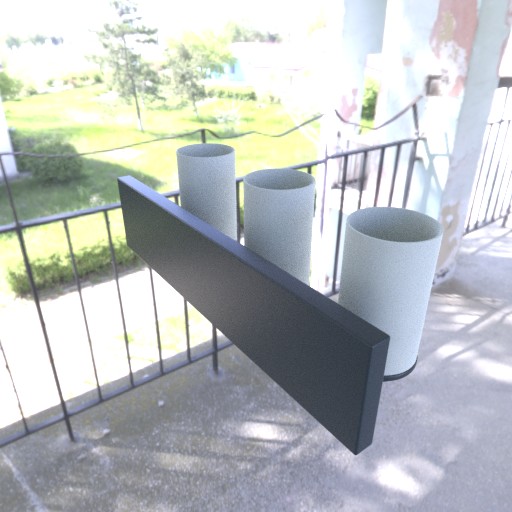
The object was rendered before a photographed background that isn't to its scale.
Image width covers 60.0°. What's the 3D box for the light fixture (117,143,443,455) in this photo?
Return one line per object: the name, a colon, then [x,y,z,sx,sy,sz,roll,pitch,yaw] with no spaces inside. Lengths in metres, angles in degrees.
light fixture: [0.000,0.000,0.509,0.145,0.172,0.451,-19,33,-32]
